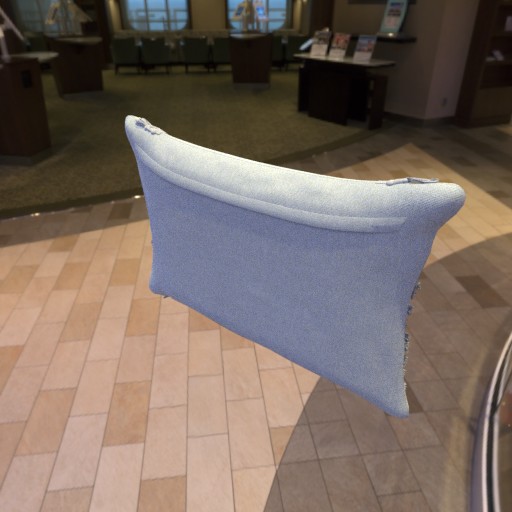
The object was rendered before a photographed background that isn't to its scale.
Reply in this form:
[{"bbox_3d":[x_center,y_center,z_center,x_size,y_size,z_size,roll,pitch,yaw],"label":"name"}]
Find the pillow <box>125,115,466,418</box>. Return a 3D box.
[{"bbox_3d":[0.000,0.000,0.584,0.466,0.305,0.084,21,36,31],"label":"pillow"}]
